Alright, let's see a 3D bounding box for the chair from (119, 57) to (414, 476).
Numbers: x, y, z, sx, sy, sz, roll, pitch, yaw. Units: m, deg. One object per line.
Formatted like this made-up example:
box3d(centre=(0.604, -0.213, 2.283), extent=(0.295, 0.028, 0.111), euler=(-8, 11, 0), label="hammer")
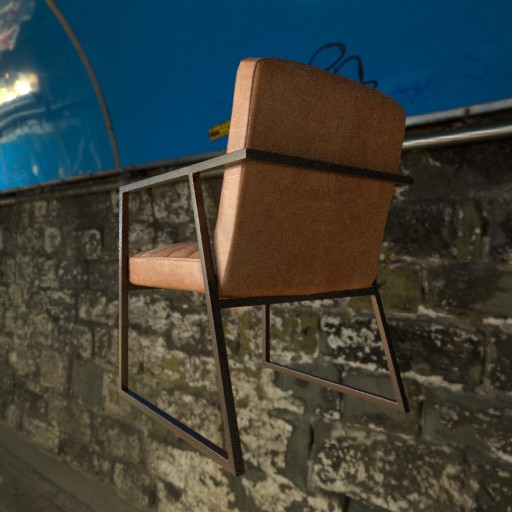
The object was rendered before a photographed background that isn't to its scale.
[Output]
box3d(centre=(0.000, 0.000, 1.256), extent=(0.571, 0.832, 0.677), euler=(0, 1, -37), label="chair")
